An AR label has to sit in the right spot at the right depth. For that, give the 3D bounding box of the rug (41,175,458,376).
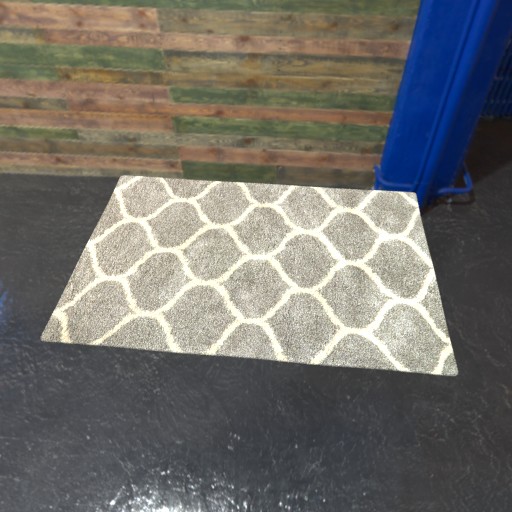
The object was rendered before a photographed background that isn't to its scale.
[{"bbox_3d":[0.000,0.000,3.445,2.701,0.026,1.801,4,47,4],"label":"rug"}]
